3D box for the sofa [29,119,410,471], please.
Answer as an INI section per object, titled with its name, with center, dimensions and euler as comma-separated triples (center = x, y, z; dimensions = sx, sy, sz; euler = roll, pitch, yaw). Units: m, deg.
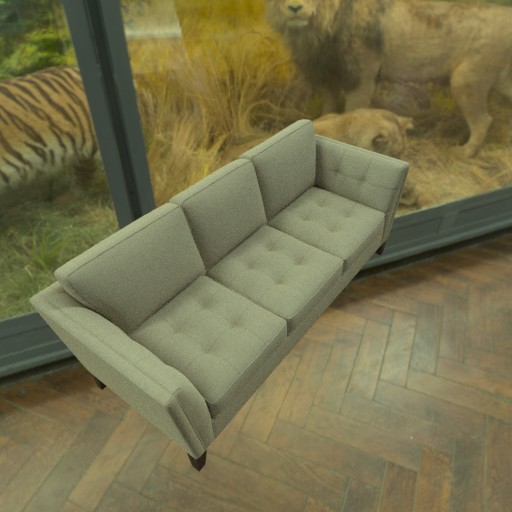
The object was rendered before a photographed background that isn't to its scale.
[sofa]
center = 0.000, 0.000, 2.835
dimensions = 0.965, 0.940, 2.388
euler = 26, 47, 27
